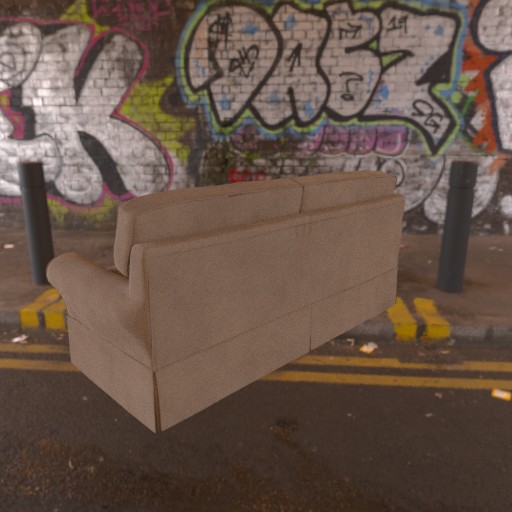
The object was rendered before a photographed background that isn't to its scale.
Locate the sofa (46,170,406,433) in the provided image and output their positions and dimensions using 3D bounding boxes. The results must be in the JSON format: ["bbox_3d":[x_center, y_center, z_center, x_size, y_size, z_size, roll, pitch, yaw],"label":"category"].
[{"bbox_3d":[0.000,0.000,2.779,0.900,1.014,2.246,15,22,43],"label":"sofa"}]
